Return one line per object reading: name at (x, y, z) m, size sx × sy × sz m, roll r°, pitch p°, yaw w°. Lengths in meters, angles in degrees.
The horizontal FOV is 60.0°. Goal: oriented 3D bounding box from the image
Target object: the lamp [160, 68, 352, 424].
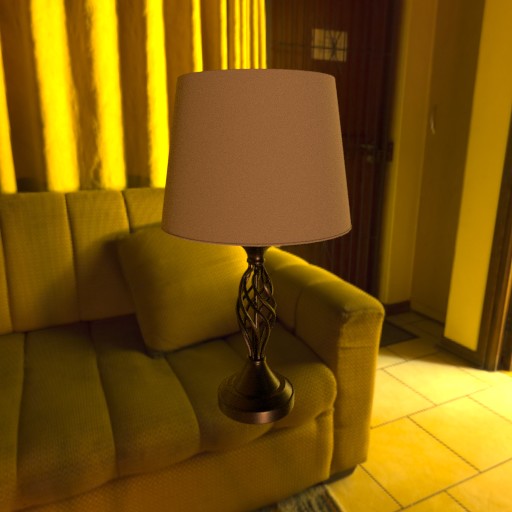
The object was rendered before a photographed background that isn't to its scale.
lamp at (0.000, 0.000, 0.798) m, size 0.331 × 0.594 × 0.331 m, roll 0°, pitch 15°, yaw 0°
